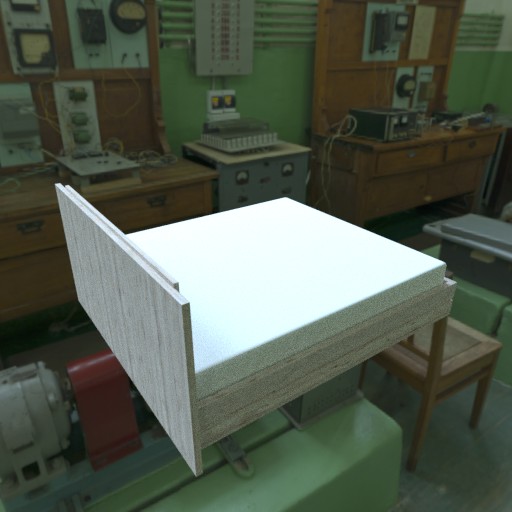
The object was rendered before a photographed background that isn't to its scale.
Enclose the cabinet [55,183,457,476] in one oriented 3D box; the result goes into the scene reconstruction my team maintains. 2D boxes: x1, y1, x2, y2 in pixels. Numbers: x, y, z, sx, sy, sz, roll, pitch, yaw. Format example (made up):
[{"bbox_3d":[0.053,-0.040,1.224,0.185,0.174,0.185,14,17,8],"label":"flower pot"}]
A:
[{"bbox_3d":[0.000,0.000,3.144,2.080,0.970,1.950,-17,31,-31],"label":"cabinet"}]
